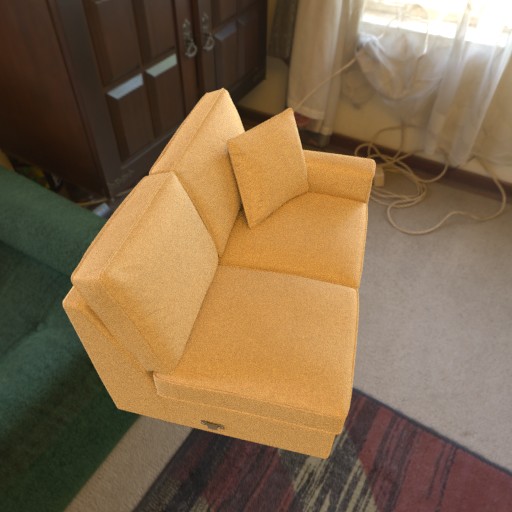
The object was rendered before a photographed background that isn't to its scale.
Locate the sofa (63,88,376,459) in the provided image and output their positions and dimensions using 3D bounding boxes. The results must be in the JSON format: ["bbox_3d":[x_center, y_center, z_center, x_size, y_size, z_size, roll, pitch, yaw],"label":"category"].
[{"bbox_3d":[0.000,0.000,2.045,0.991,0.989,1.388,10,47,9],"label":"sofa"}]
